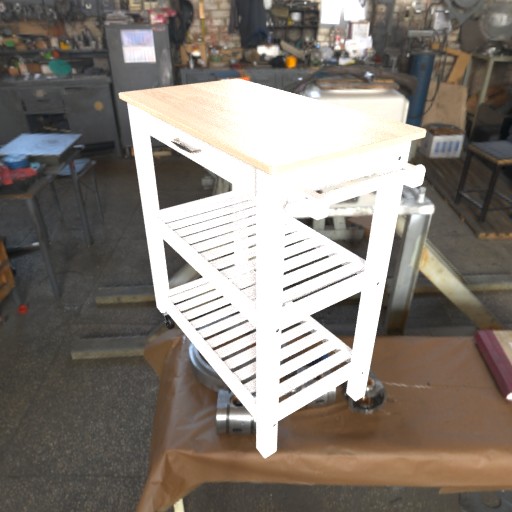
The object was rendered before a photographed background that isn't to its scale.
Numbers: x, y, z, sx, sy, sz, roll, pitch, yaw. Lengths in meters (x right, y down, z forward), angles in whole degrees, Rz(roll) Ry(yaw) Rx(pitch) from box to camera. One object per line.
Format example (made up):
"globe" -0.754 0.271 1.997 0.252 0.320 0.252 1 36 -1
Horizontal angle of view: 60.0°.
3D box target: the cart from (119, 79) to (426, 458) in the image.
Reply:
"cart" 0.000 0.000 1.450 0.457 0.927 0.899 -20 36 -29
